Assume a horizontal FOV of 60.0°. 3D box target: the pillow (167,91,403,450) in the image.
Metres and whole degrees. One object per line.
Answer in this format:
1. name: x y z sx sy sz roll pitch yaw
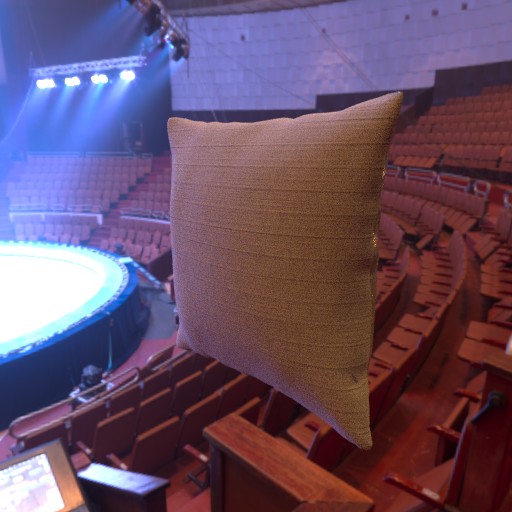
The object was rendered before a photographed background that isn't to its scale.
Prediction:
1. pillow: 0.000 0.000 0.719 0.175 0.464 0.470 -12 18 -43
